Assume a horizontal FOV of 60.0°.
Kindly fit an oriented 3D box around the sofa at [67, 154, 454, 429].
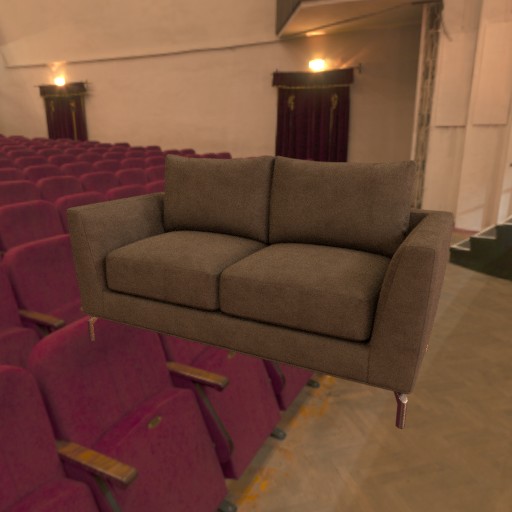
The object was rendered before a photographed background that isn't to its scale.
[{"bbox_3d":[0.000,0.000,2.337,1.832,1.013,0.855,8,17,26],"label":"sofa"}]
